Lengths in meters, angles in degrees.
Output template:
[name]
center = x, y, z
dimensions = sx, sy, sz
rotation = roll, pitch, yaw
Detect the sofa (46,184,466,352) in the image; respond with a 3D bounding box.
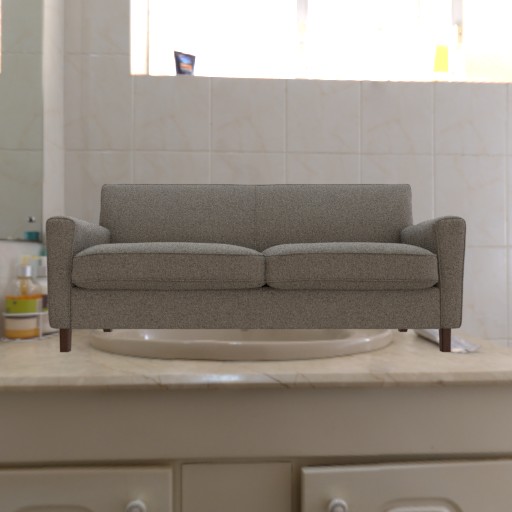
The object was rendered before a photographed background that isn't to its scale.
[sofa]
center = 0.000, 0.000, 2.482
dimensions = 2.026, 0.942, 0.854
rotation = 0, -1, 0
